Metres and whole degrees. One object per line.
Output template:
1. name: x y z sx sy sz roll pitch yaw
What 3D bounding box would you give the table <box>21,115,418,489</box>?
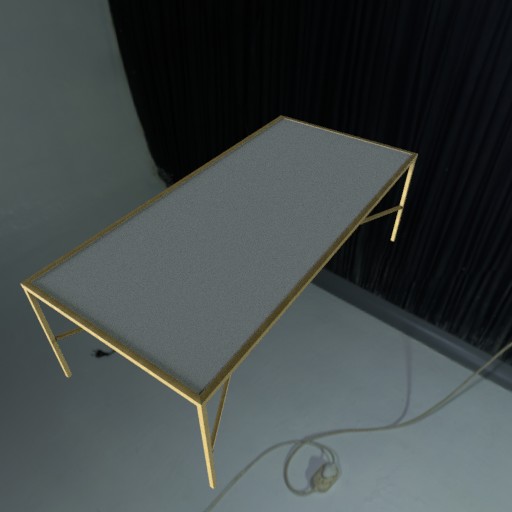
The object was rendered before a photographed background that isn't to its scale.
1. table: 0.000 0.000 1.474 0.580 0.398 1.206 24 47 25
